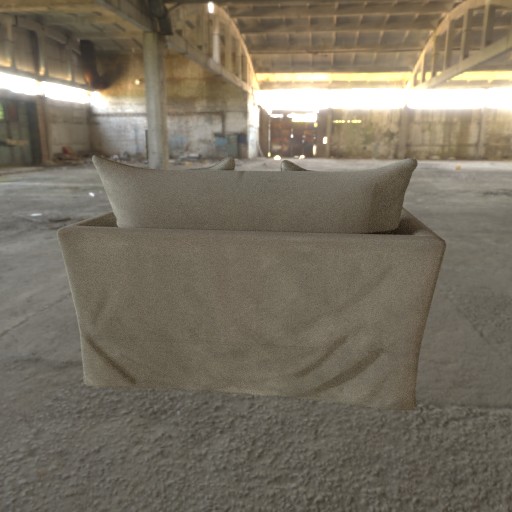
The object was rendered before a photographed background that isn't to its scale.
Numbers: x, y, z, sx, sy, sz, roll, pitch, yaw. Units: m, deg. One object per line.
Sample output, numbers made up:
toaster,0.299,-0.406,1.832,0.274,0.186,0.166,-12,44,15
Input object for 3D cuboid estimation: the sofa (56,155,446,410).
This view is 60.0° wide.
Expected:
sofa,0.000,0.000,2.307,1.608,1.040,1.035,2,15,8
